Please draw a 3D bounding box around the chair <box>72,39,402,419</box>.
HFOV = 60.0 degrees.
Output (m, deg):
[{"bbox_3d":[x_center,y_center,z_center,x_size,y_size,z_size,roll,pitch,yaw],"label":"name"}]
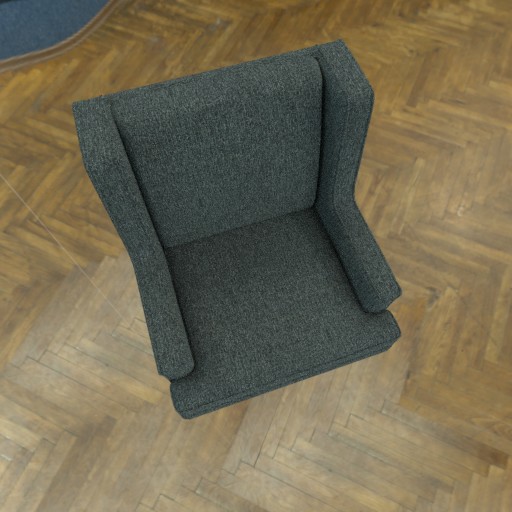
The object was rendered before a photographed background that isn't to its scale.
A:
[{"bbox_3d":[0.000,0.000,1.749,0.942,1.082,0.927,-17,65,-8],"label":"chair"}]
